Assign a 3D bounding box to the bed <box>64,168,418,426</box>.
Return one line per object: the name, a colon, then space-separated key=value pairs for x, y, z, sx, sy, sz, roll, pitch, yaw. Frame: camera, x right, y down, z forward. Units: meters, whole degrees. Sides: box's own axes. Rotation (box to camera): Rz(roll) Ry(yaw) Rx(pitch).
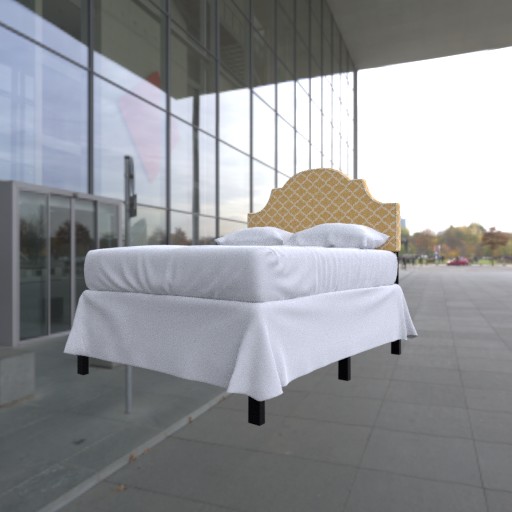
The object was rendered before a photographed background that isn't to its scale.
bed: x=0.000 y=0.000 z=3.380 sx=1.780 sy=1.633 sz=2.222 roll=0 pitch=0 yaw=37
